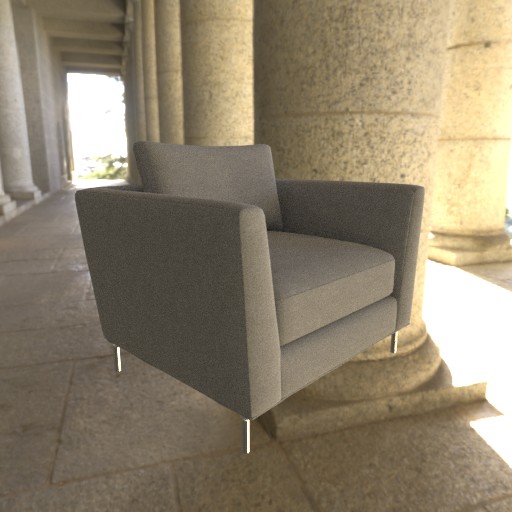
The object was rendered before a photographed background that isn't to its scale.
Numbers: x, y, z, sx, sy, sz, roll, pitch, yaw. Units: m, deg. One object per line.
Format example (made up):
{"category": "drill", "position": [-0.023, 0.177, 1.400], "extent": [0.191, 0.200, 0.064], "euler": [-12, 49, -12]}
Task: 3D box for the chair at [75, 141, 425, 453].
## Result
{"category": "chair", "position": [0.000, 0.000, 1.726], "extent": [0.889, 0.864, 1.041], "euler": [12, 18, 42]}
